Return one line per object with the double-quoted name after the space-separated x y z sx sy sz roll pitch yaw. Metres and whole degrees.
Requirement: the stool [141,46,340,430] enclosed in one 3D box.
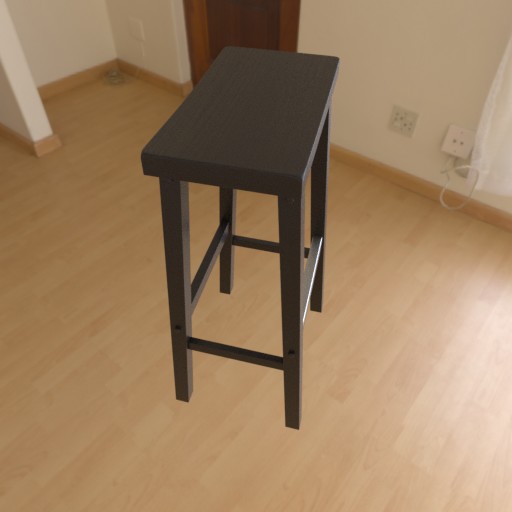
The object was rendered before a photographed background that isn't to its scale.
0.000 0.000 0.991 0.322 0.742 0.406 10 46 10 "stool"
